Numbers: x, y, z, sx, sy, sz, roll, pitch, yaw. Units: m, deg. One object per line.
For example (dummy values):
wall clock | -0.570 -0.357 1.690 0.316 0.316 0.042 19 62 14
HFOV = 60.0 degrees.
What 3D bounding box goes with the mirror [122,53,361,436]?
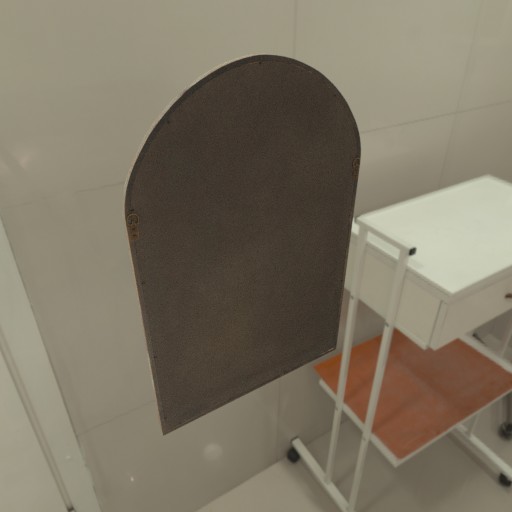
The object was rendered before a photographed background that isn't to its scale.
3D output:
mirror | 0.000 0.000 1.094 0.609 0.915 0.032 -19 36 -27
